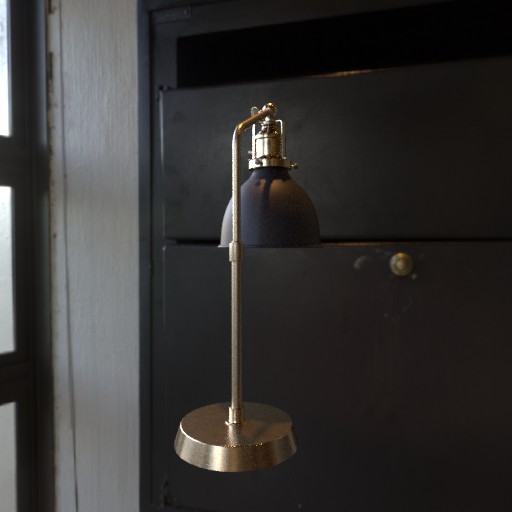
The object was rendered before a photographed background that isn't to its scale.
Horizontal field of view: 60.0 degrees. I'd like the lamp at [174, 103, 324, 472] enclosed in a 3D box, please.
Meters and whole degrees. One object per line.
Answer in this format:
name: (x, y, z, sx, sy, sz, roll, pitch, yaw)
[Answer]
lamp: (0.000, 0.000, 0.611, 0.160, 0.456, 0.291, 1, 1, 20)
